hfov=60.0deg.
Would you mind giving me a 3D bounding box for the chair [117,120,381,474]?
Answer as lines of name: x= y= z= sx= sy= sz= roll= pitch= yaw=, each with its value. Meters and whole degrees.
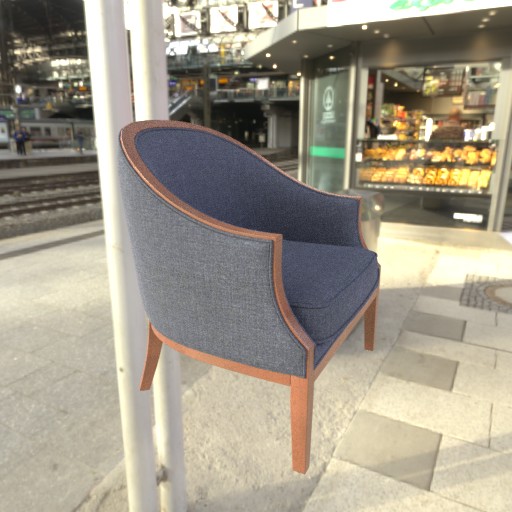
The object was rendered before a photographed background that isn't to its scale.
chair: x=0.000 y=0.000 z=1.473 sx=0.735 sy=0.876 sz=0.803 roll=8 pitch=17 yaw=26
